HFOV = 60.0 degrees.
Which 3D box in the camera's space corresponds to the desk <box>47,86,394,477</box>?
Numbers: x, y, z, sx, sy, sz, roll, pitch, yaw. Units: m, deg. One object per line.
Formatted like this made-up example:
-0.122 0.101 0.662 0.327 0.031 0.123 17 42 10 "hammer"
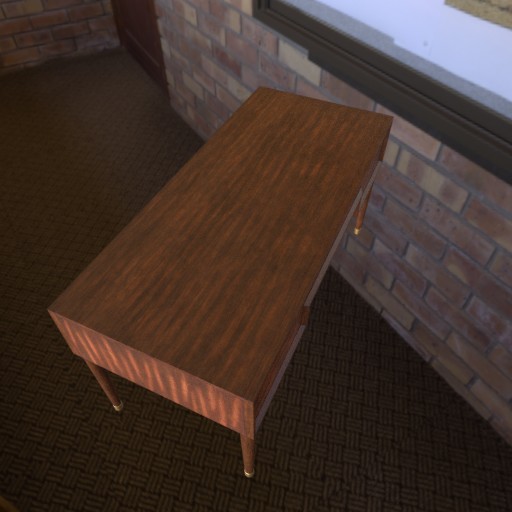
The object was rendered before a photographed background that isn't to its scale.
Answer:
0.000 0.000 2.036 0.724 0.762 1.575 19 51 17 "desk"
